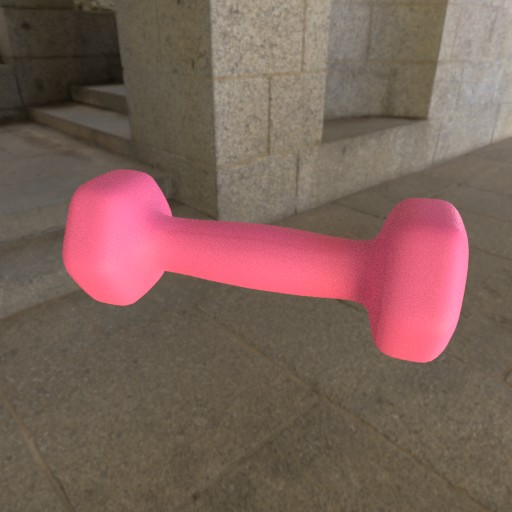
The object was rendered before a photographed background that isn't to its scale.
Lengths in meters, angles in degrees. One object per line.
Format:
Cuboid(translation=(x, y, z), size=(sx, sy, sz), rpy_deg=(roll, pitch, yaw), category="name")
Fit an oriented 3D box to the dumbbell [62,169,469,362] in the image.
Cuboid(translation=(0.000, 0.000, 0.171), size=(0.146, 0.053, 0.058), rpy_deg=(8, 28, 16), category="dumbbell")
